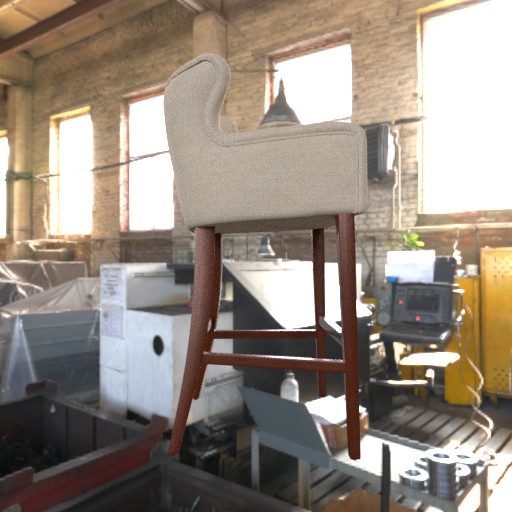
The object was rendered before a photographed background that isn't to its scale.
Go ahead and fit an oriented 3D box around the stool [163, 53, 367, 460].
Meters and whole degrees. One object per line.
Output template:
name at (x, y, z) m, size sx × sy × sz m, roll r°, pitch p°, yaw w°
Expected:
stool at (0.000, 0.000, 1.380) m, size 0.563 × 1.034 × 0.556 m, roll 0°, pitch -1°, yaw -1°
